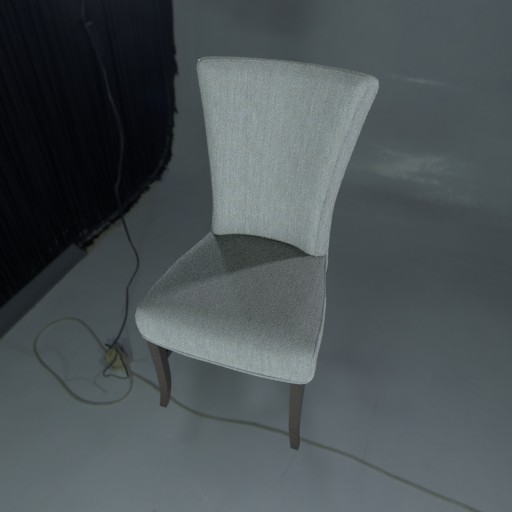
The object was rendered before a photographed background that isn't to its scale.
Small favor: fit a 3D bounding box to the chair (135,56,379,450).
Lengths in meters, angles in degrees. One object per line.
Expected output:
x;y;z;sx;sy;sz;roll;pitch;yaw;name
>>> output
0.000;0.000;1.361;0.520;0.991;0.660;12;42;14;chair
